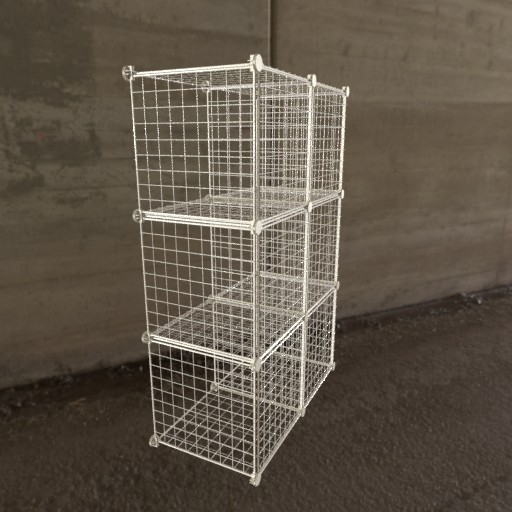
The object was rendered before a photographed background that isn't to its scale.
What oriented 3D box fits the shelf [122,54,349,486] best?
[{"bbox_3d":[0.000,0.000,1.420,0.356,1.067,0.711,7,17,26],"label":"shelf"}]
